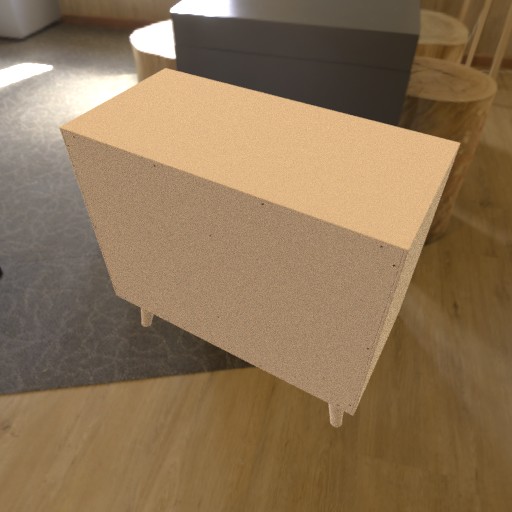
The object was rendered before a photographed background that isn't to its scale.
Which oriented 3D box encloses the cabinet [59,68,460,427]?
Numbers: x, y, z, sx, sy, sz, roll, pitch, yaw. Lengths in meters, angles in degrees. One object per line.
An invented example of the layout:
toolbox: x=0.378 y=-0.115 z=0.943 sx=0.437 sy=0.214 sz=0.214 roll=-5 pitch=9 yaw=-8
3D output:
cabinet: x=0.000 y=0.000 z=1.248 sx=0.800 sy=0.761 sz=0.398 roll=22 pitch=49 yaw=21
